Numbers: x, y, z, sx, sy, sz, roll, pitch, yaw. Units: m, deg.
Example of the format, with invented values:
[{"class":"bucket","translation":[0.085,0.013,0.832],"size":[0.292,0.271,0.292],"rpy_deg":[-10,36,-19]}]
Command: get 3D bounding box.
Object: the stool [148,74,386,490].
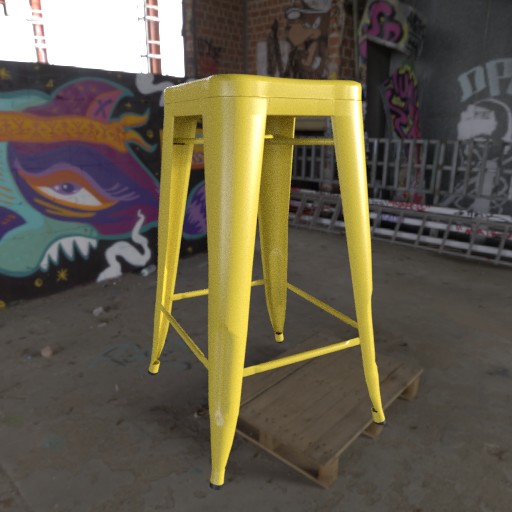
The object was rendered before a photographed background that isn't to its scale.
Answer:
[{"class":"stool","translation":[0.000,0.000,0.842],"size":[0.359,0.609,0.399],"rpy_deg":[-8,18,-27]}]
